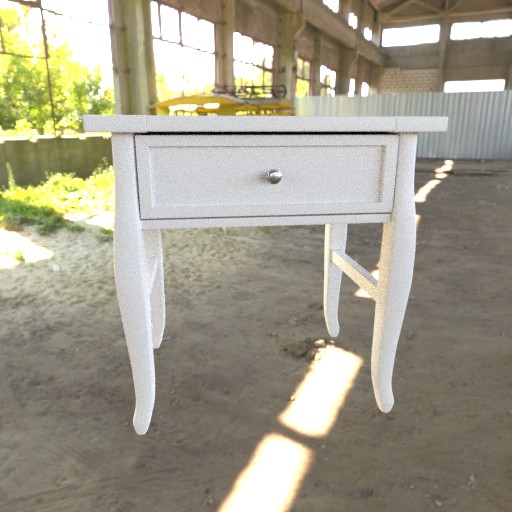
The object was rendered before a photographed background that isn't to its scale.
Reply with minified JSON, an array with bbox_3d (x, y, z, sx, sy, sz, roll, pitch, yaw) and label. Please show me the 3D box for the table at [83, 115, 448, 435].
[{"bbox_3d":[0.000,0.000,1.018,0.599,0.605,0.463,-2,16,-8],"label":"table"}]
